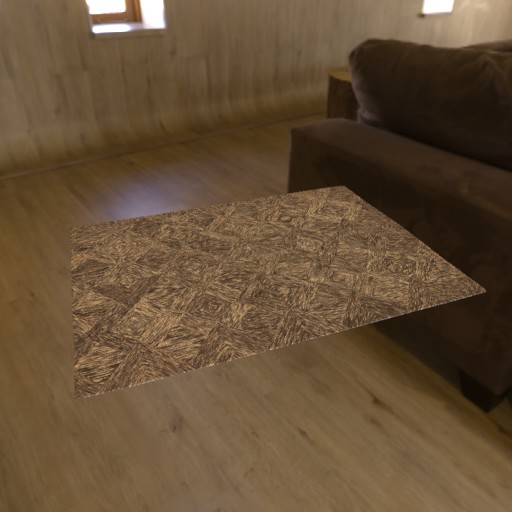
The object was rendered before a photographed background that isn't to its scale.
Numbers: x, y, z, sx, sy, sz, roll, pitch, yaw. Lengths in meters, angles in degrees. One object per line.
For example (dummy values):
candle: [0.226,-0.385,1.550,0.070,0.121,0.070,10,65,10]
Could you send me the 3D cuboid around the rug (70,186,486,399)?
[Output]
rug: [0.000,0.000,5.212,4.093,0.020,2.997,-11,34,-17]
